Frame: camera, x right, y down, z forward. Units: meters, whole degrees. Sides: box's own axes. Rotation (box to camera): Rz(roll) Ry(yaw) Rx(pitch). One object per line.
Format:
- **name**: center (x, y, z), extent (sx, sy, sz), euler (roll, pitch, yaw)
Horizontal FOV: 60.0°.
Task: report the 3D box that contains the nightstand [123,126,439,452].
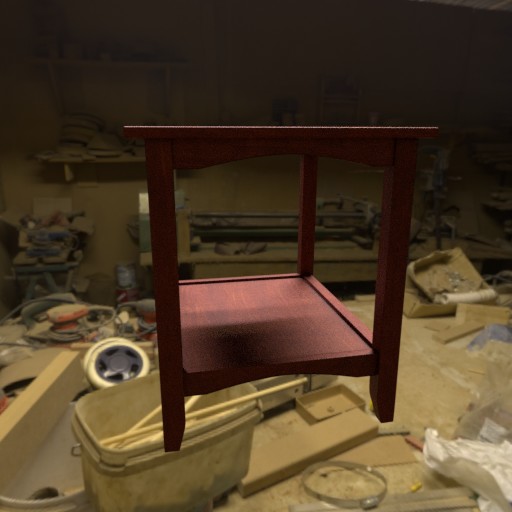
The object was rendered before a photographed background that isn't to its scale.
- **nightstand**: center (0.000, 0.000, 1.014), extent (0.501, 0.558, 0.558), euler (-3, 16, -11)
